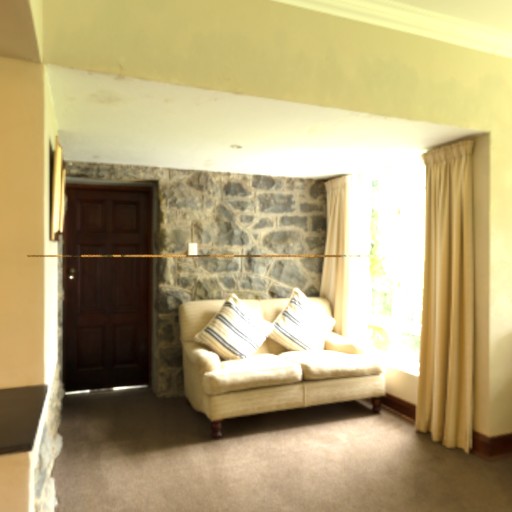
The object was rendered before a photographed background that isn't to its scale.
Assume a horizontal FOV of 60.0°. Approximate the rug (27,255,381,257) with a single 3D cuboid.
[{"bbox_3d":[0.000,0.000,3.025,1.513,0.008,2.423,0,0,19],"label":"rug"}]
